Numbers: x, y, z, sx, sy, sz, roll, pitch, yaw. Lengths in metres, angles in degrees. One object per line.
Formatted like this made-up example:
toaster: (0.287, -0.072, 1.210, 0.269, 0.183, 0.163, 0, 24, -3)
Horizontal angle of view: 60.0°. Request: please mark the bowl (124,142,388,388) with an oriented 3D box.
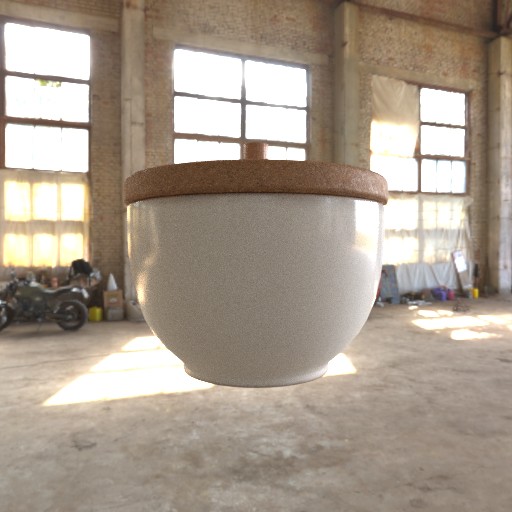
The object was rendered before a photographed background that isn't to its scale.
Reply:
bowl: (0.000, 0.000, 0.221, 0.126, 0.110, 0.126, 0, 1, 0)
